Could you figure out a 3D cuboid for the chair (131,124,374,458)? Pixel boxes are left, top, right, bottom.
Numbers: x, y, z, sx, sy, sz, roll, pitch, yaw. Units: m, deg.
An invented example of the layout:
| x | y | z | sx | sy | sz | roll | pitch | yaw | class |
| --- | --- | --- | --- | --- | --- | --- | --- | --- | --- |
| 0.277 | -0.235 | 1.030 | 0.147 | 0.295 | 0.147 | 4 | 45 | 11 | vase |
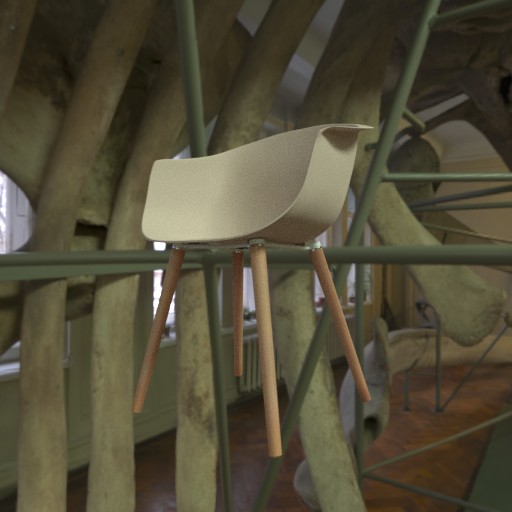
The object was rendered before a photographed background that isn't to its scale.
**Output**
| x | y | z | sx | sy | sz | roll | pitch | yaw | class |
| --- | --- | --- | --- | --- | --- | --- | --- | --- | --- |
| 0.000 | 0.000 | 1.156 | 0.593 | 0.781 | 0.504 | 0 | 0 | 36 | chair |
